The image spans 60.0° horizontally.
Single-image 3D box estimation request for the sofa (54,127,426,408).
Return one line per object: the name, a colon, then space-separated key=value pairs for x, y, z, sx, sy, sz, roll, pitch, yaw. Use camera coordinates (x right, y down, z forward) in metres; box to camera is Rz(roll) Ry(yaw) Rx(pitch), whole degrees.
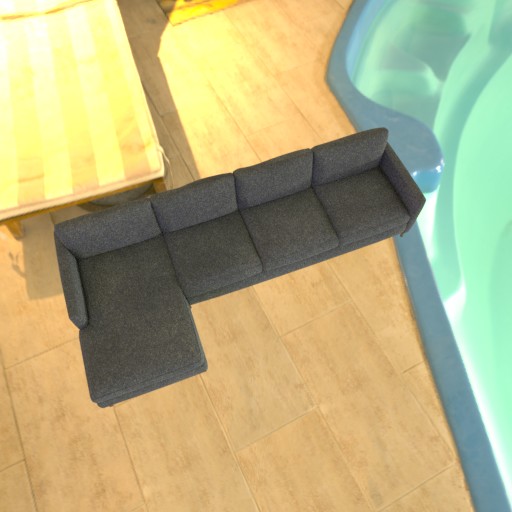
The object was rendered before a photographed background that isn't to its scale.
sofa: x=0.000 y=0.000 z=3.554 sx=2.932 sy=0.810 sz=1.350 roll=-18 pitch=63 yaw=-10
